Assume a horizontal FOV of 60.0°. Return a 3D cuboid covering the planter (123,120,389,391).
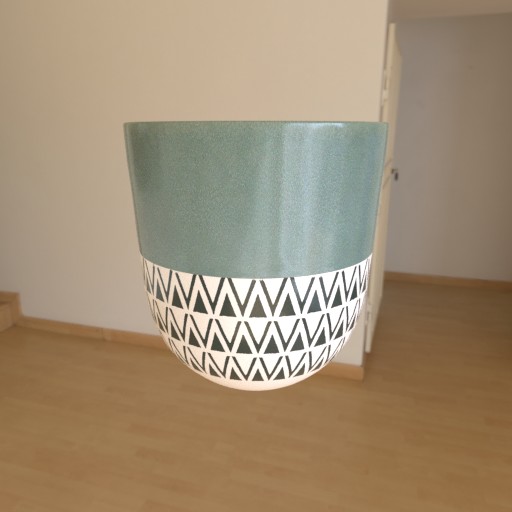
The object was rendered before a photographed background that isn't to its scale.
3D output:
[{"bbox_3d":[0.000,0.000,0.373,0.198,0.214,0.198,0,16,0],"label":"planter"}]
